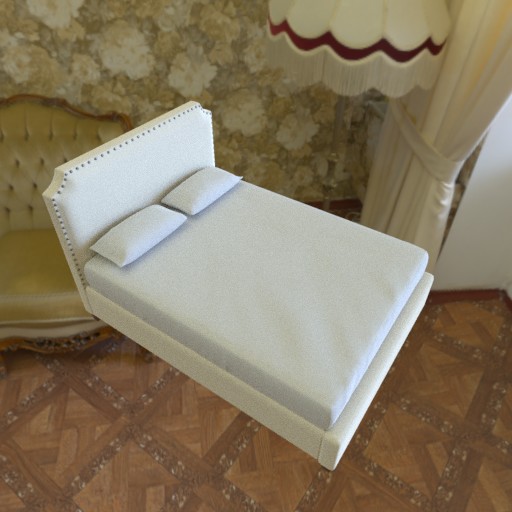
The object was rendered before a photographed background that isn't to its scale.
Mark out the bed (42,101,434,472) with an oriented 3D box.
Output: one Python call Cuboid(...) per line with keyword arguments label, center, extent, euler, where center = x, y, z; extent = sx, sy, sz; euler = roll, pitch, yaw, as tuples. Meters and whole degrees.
Cuboid(label="bed", center=(0.000, 0.000, 3.371), extent=(2.329, 1.415, 1.703), euler=(25, 47, 25))
